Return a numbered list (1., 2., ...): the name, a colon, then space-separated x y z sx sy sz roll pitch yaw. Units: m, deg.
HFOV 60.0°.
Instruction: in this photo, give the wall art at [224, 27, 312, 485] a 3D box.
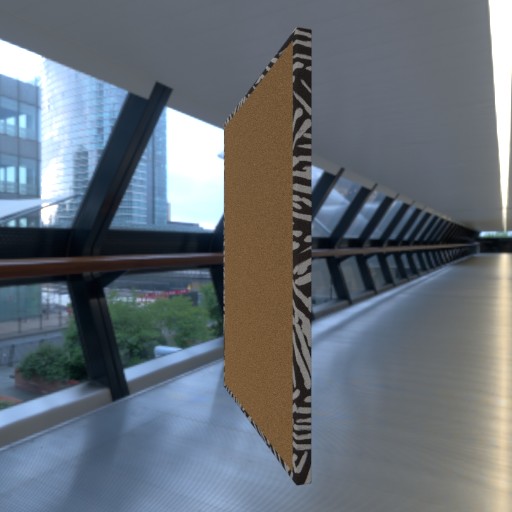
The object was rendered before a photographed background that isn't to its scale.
1. wall art: 0.000 0.000 1.351 0.038 1.017 0.765 0 0 -16
